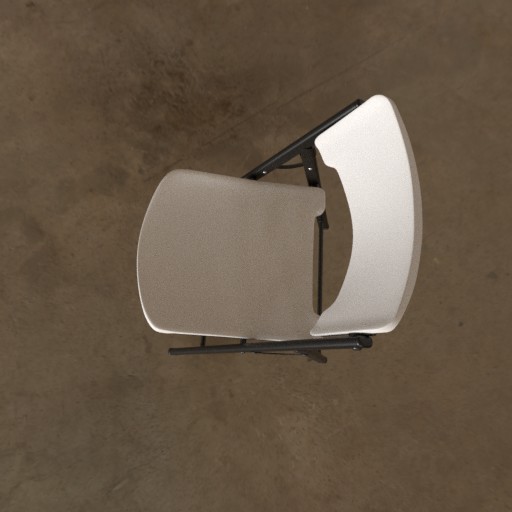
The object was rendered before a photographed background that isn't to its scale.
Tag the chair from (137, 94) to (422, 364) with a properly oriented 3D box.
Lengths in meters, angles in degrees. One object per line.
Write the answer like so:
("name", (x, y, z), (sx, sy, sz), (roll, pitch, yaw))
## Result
("chair", (0.000, 0.000, 1.108), (0.577, 0.765, 0.482), (3, 74, 1))
